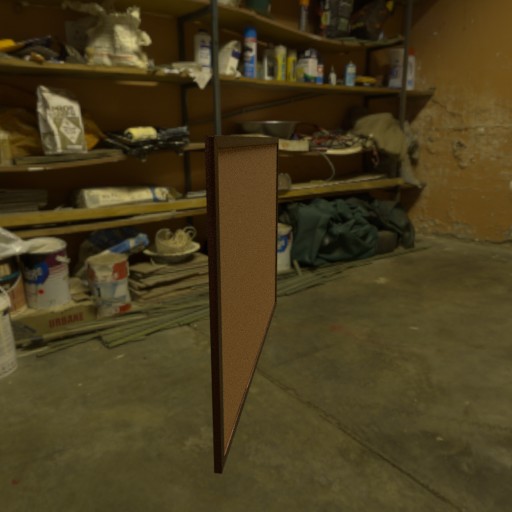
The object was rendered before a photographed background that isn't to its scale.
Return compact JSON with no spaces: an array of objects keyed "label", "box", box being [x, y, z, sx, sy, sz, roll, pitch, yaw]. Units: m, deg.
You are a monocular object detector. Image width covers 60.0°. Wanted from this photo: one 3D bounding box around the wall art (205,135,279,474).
[{"label":"wall art","box":[0.000,0.000,1.077,0.014,0.559,0.816,2,15,9]}]
